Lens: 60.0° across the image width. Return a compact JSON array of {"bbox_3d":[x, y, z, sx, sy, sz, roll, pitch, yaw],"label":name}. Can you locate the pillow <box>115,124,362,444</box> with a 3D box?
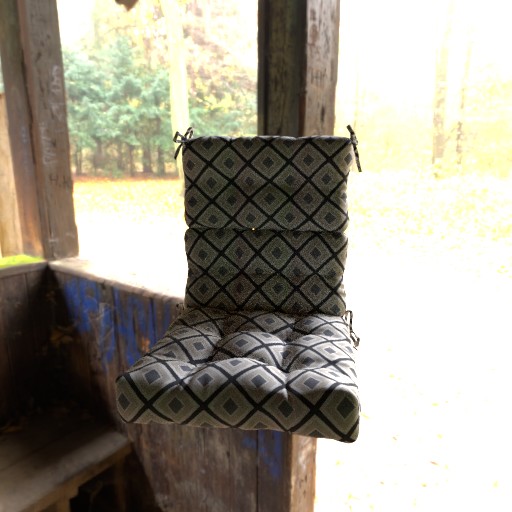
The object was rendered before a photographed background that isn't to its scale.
[{"bbox_3d":[0.000,0.000,1.036,0.519,0.605,0.571,2,14,9],"label":"pillow"}]
